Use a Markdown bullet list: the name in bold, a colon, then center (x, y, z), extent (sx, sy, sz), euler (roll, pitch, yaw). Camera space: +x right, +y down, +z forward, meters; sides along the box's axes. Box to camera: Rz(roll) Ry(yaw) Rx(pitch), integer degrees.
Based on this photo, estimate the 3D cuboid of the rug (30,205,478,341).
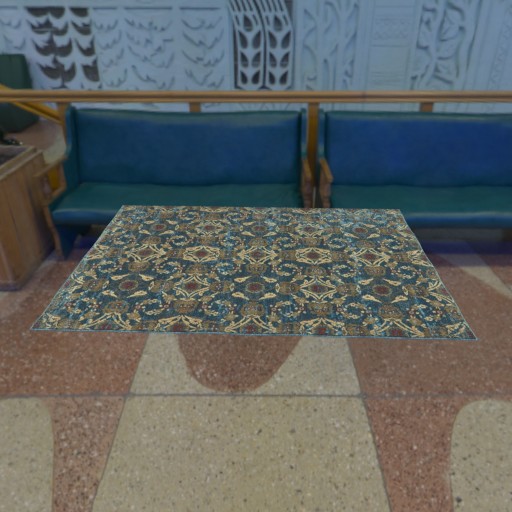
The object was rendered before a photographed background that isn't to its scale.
- **rug**: center (0.000, 0.000, 2.859), extent (2.207, 0.014, 1.567), euler (1, 30, 2)
